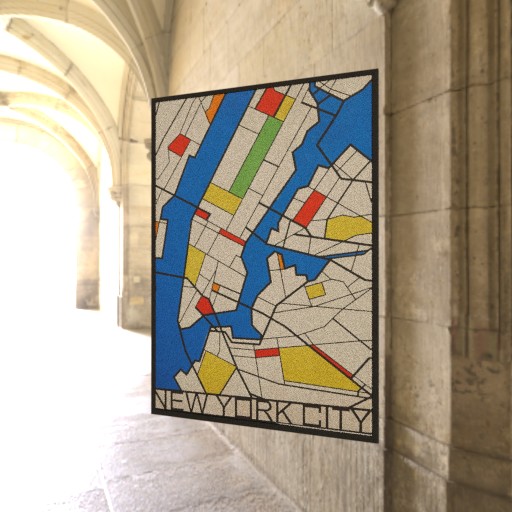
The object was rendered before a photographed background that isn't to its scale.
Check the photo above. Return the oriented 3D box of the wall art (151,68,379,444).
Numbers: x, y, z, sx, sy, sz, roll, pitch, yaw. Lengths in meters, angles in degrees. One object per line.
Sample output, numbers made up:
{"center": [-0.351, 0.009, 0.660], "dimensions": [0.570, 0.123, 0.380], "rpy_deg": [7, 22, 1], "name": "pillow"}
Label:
{"center": [0.000, 0.000, 0.855], "dimensions": [0.457, 0.657, 0.013], "rpy_deg": [0, 0, 19], "name": "wall art"}
